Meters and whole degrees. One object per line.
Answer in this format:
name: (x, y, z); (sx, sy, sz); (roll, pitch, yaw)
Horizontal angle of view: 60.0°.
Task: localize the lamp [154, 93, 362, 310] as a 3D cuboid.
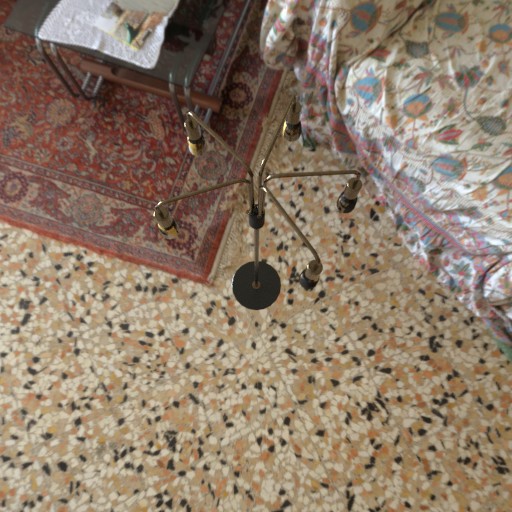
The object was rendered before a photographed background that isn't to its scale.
lamp: (0.000, 0.000, 1.973); (0.599, 1.721, 0.572); (-17, 77, -4)
